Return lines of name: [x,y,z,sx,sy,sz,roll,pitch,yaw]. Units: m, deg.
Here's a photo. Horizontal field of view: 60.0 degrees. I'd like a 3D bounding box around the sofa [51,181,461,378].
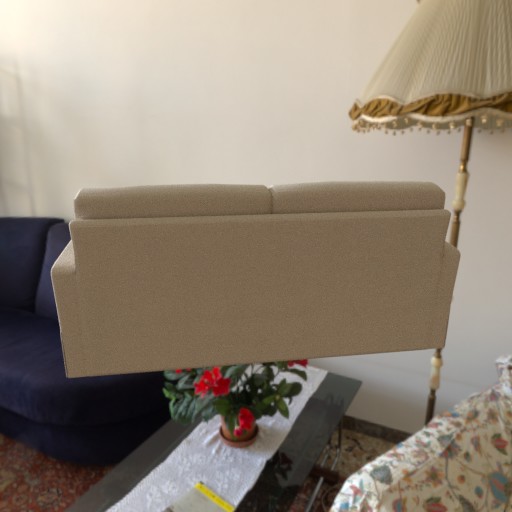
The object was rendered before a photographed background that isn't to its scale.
sofa: [0.000,0.000,2.314,1.808,0.831,0.894,-2,16,-9]
